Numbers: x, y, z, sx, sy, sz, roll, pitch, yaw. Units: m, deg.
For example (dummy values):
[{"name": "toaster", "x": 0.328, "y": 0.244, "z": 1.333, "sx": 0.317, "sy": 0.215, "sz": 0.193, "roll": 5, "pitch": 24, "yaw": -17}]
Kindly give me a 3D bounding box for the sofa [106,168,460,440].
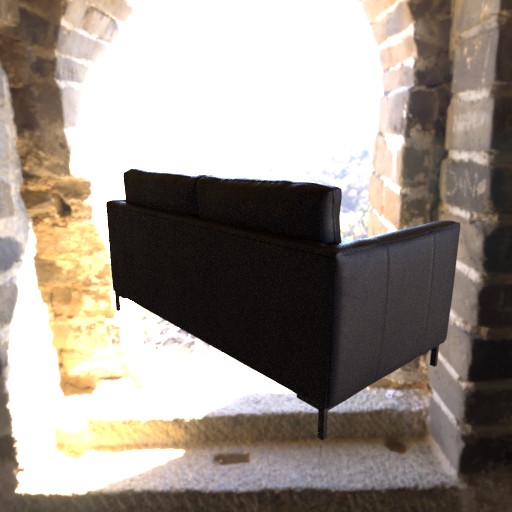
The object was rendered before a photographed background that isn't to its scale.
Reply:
[{"name": "sofa", "x": 0.000, "y": 0.000, "z": 2.344, "sx": 0.947, "sy": 0.883, "sz": 1.805, "roll": -13, "pitch": 19, "yaw": -42}]
